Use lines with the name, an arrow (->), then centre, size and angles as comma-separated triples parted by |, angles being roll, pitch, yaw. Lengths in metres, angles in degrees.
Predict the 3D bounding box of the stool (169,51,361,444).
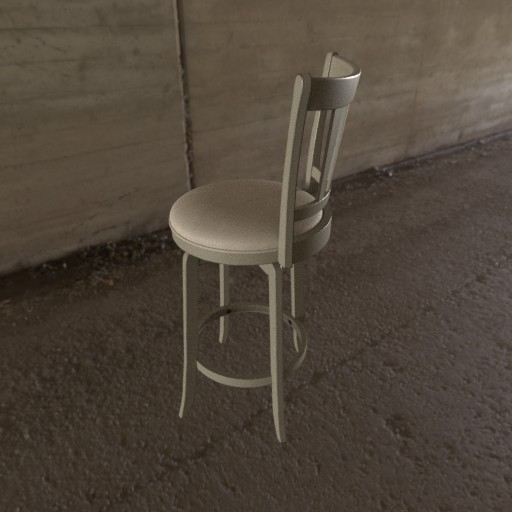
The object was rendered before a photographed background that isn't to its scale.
stool -> 0.000, 0.000, 1.274 | 0.475, 1.042, 0.436 | 8, 31, 14
